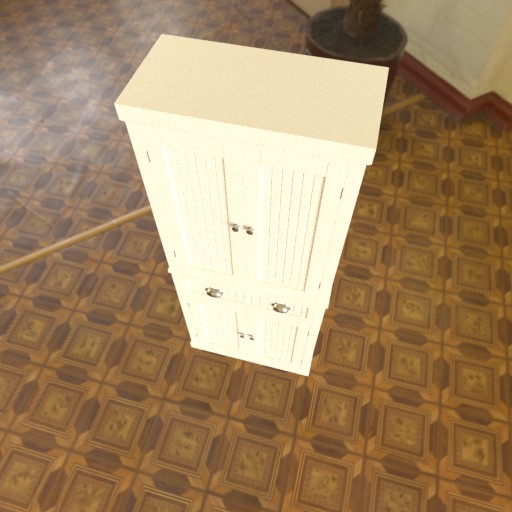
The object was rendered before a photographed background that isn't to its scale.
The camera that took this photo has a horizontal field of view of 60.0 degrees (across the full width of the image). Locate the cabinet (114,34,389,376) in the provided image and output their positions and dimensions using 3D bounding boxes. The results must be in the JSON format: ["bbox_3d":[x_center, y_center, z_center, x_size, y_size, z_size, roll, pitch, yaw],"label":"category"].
[{"bbox_3d":[0.000,0.000,2.087,0.754,1.829,0.390,12,57,8],"label":"cabinet"}]
